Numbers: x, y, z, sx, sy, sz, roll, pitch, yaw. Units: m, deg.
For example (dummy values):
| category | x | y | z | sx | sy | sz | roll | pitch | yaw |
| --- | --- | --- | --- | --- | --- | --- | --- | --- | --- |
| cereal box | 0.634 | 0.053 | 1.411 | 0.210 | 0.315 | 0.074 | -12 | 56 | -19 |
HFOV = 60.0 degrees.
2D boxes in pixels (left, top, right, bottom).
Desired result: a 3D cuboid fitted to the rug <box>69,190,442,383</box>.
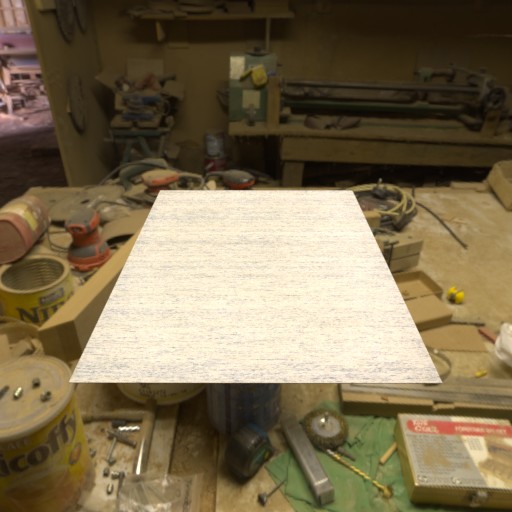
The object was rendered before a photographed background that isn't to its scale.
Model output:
| category | x | y | z | sx | sy | sz | roll | pitch | yaw |
| --- | --- | --- | --- | --- | --- | --- | --- | --- | --- |
| rug | 0.000 | 0.000 | 4.259 | 2.438 | 0.006 | 3.197 | 0 | 31 | 0 |
